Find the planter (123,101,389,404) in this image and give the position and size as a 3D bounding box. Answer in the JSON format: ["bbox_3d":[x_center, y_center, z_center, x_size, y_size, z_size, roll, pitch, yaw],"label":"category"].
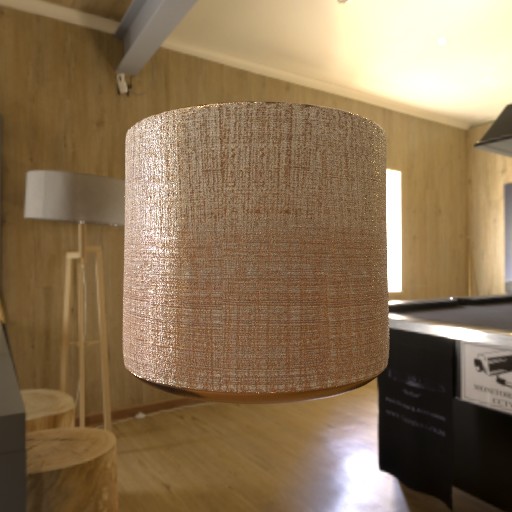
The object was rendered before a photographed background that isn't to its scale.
[{"bbox_3d":[0.000,0.000,0.308,0.177,0.157,0.177,0,0,0],"label":"planter"}]
